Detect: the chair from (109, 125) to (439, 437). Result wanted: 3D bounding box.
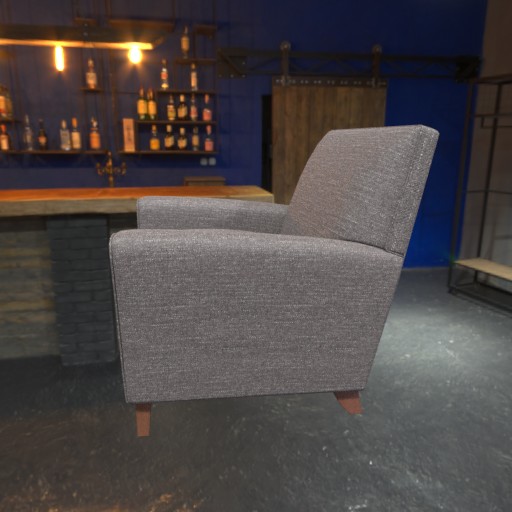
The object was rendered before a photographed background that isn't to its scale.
[{"bbox_3d":[0.000,0.000,1.590,0.875,0.885,0.838,-2,15,-9],"label":"chair"}]
